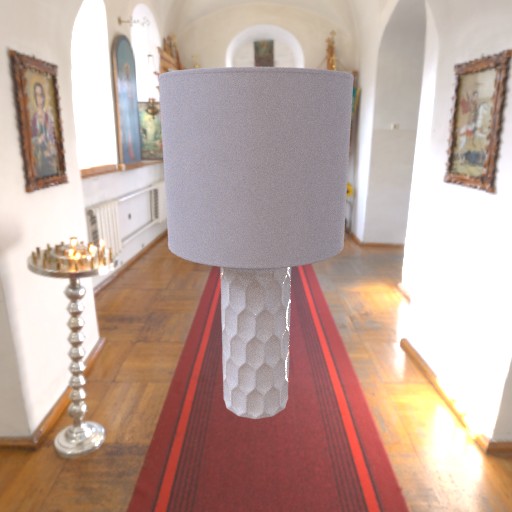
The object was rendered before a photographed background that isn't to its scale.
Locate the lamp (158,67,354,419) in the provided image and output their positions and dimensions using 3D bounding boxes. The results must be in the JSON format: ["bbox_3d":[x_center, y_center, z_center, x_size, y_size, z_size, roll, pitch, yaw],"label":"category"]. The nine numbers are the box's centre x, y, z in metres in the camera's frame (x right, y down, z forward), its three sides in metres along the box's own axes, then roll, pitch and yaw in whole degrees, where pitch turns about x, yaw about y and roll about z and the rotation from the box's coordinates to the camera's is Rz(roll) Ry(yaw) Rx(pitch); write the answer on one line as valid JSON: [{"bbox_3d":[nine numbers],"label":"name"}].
[{"bbox_3d":[0.000,0.000,0.717,0.277,0.537,0.277,-16,23,-42],"label":"lamp"}]
